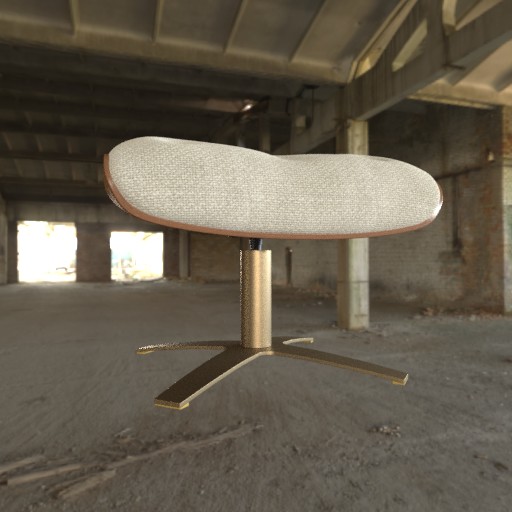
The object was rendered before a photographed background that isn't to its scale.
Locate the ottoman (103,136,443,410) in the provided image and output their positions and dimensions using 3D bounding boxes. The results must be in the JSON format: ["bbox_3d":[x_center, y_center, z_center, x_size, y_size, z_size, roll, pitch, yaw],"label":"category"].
[{"bbox_3d":[0.000,0.000,0.799,0.520,0.391,0.394,0,0,-19],"label":"ottoman"}]
